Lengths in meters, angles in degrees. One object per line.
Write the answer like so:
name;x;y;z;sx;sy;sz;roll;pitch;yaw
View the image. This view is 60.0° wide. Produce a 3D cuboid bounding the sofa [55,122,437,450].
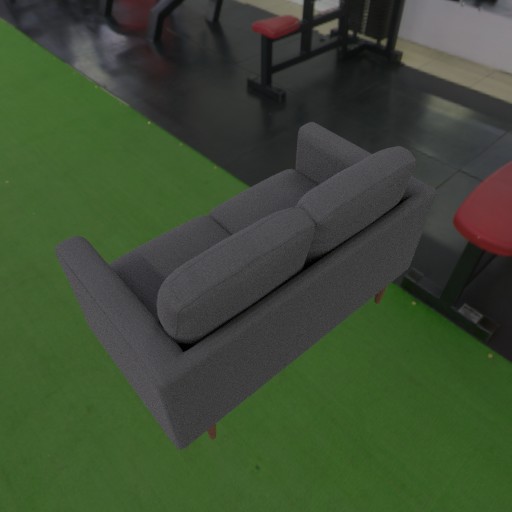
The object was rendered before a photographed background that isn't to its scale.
sofa;0.000;0.000;1.988;1.430;0.908;0.796;-32;54;-27
